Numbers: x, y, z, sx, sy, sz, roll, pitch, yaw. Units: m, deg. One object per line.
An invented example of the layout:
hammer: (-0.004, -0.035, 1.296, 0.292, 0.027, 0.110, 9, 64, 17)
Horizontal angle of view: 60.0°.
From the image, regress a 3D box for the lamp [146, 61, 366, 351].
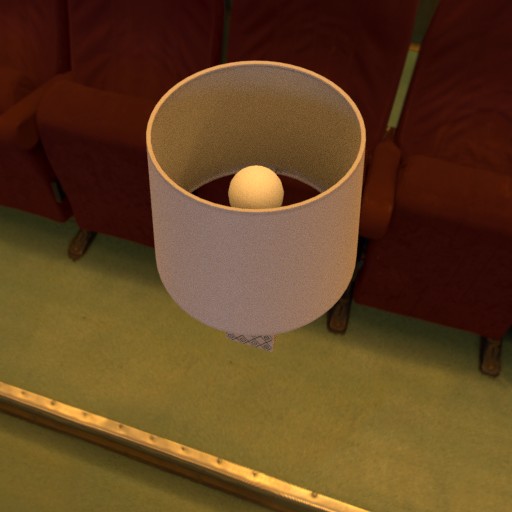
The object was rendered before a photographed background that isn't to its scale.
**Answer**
lamp: (0.000, 0.000, 0.586, 0.251, 0.435, 0.251, 0, 57, 0)
